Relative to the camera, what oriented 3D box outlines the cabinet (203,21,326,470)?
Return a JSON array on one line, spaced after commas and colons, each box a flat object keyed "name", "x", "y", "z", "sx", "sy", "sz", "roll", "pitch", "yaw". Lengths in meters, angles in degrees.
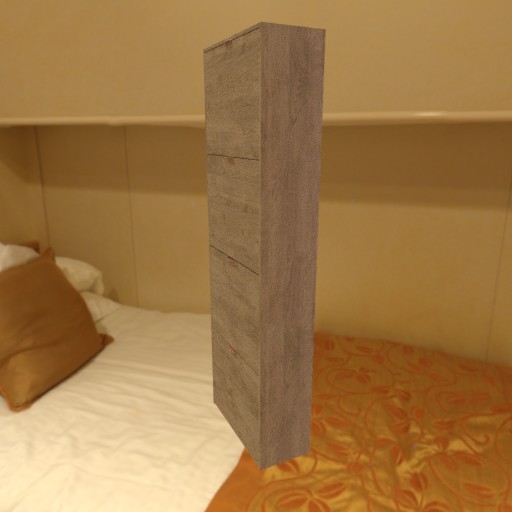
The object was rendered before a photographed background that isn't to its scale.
[{"name": "cabinet", "x": 0.000, "y": 0.000, "z": 1.830, "sx": 0.250, "sy": 1.630, "sz": 0.520, "roll": -7, "pitch": 17, "yaw": -25}]
